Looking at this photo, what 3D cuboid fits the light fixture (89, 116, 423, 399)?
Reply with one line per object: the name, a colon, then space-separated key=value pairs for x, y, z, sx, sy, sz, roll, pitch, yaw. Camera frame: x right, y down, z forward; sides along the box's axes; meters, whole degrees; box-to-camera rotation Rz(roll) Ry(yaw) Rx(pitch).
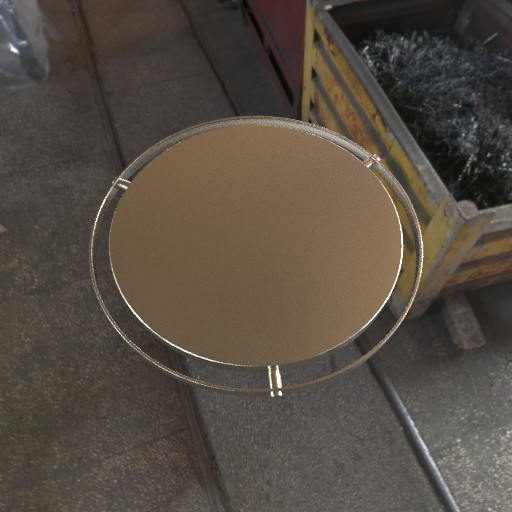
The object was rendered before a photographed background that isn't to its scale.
light fixture: x=0.000 y=0.000 z=0.539 sx=0.361 sy=0.130 sz=0.361 roll=0 pitch=58 yaw=0
